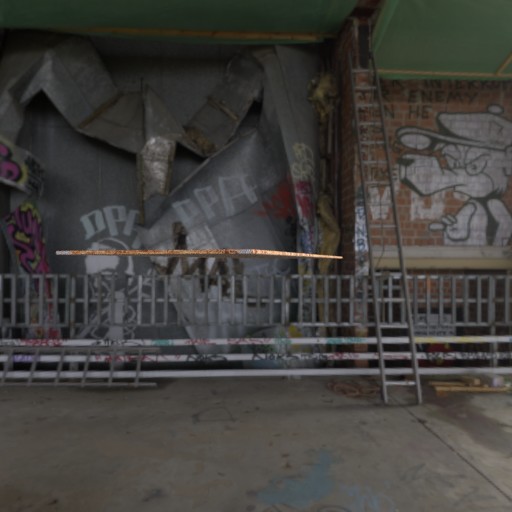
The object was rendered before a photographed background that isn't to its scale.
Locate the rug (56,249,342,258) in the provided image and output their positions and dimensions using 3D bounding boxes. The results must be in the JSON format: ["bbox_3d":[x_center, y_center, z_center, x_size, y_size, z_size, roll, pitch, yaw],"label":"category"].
[{"bbox_3d":[0.000,0.000,2.411,0.680,0.014,2.237,0,-1,17],"label":"rug"}]
